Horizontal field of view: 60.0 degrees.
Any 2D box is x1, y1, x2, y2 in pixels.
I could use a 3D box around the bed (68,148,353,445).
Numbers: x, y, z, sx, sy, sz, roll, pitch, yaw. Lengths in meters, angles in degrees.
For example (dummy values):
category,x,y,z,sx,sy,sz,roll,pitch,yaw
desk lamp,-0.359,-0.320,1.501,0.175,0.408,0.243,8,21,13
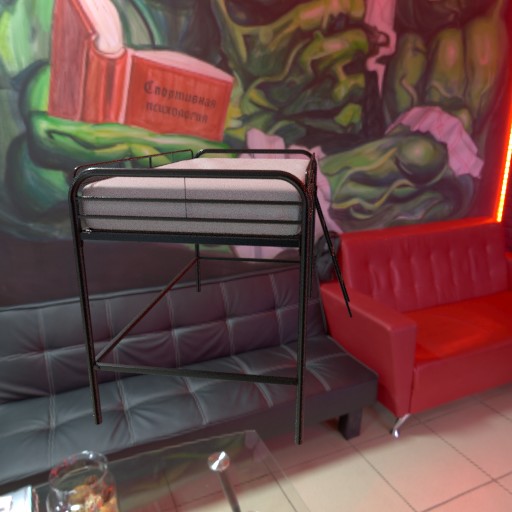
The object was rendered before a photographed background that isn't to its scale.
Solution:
category,x,y,z,sx,sy,sz,roll,pitch,yaw
bed,0.000,0.000,2.917,1.393,1.289,1.968,2,16,8
